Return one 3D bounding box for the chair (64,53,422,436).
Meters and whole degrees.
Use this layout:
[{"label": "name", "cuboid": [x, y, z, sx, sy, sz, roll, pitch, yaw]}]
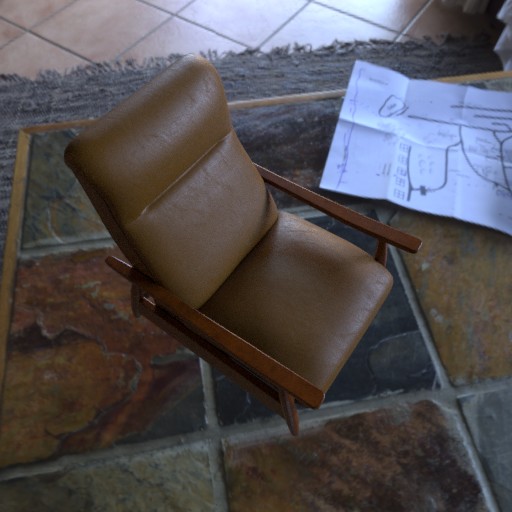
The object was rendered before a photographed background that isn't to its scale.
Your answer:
[{"label": "chair", "cuboid": [0.000, 0.000, 1.738, 1.014, 1.082, 0.762, 32, 63, 18]}]
